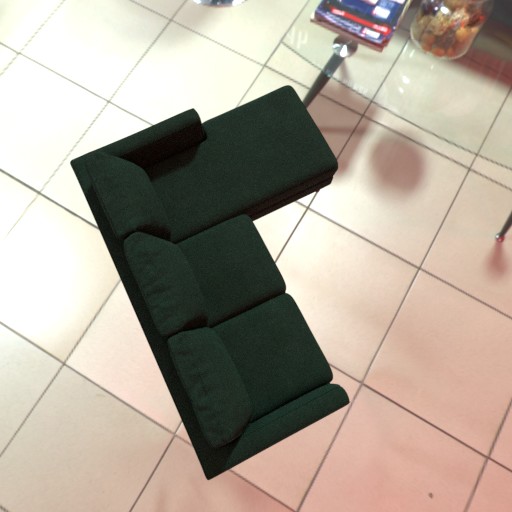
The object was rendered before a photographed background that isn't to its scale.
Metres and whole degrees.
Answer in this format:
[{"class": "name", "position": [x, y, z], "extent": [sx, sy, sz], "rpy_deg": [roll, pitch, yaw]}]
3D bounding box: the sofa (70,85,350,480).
[{"class": "sofa", "position": [0.000, 0.000, 2.821], "extent": [1.580, 0.899, 2.030], "rpy_deg": [-26, 76, -7]}]
